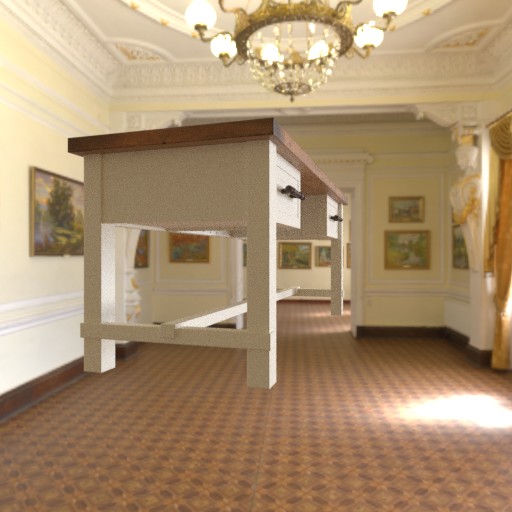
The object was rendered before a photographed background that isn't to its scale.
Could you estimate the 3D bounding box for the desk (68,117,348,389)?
[{"bbox_3d":[0.000,0.000,2.179,0.688,0.762,1.803,0,0,18],"label":"desk"}]
